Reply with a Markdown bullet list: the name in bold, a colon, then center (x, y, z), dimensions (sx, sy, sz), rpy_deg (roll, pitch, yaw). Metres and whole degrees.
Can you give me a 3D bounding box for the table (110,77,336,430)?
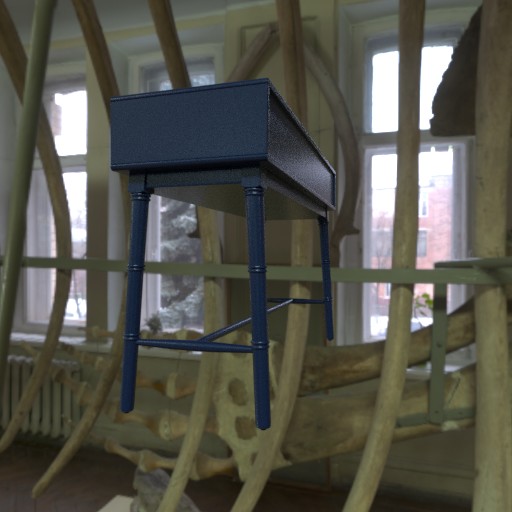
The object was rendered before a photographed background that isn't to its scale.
- **table**: center (0.000, 0.000, 1.513), dimensions (0.399, 0.749, 1.118), rpy_deg (0, 0, 17)
